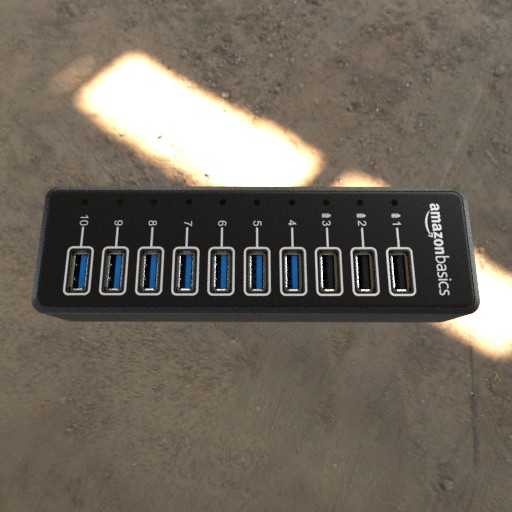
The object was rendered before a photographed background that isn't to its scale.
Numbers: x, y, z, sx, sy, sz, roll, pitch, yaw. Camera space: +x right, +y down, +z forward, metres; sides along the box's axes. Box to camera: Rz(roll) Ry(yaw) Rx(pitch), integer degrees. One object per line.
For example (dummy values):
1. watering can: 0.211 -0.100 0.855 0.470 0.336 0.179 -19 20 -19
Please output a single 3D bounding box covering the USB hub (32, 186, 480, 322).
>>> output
1. USB hub: 0.000 0.000 0.158 0.145 0.023 0.044 0 75 0
